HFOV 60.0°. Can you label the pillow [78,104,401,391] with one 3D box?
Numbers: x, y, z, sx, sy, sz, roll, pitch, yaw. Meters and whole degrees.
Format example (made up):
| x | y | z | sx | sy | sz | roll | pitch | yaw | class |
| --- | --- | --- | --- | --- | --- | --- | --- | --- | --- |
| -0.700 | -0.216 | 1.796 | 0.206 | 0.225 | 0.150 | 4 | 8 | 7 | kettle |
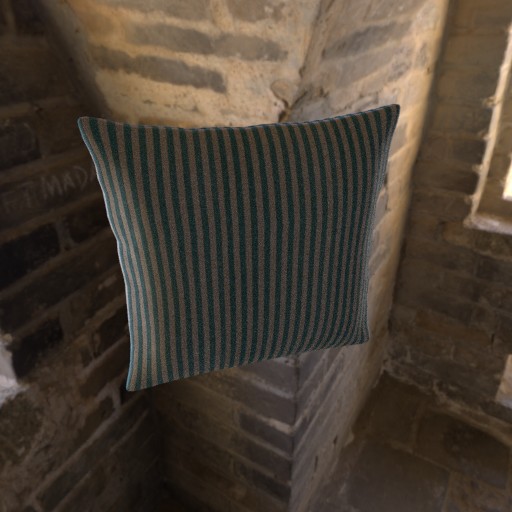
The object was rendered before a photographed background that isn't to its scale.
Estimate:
| x | y | z | sx | sy | sz | roll | pitch | yaw | class |
| --- | --- | --- | --- | --- | --- | --- | --- | --- | --- |
| 0.000 | 0.000 | 0.803 | 0.523 | 0.510 | 0.166 | -8 | 27 | -15 | pillow |
